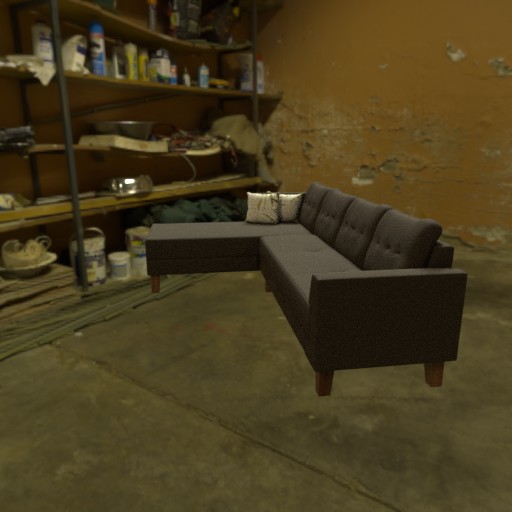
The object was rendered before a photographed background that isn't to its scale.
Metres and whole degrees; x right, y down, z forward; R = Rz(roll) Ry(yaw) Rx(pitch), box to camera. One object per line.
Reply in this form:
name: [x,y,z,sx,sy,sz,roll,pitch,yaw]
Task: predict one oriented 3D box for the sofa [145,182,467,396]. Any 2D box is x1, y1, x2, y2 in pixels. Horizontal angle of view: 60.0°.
sofa: [0.000,0.000,3.492,1.829,0.932,2.679,-2,15,-8]
